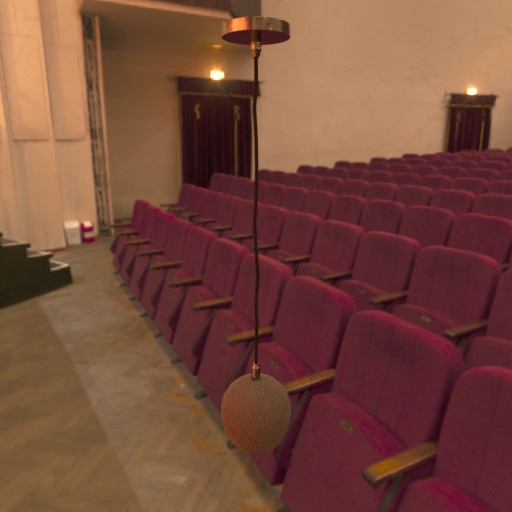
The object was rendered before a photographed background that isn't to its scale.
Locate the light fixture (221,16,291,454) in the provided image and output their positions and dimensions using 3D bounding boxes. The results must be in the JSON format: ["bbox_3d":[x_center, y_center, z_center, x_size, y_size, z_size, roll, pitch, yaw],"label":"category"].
[{"bbox_3d":[0.000,0.000,0.808,0.139,0.764,0.139,-7,16,-26],"label":"light fixture"}]
